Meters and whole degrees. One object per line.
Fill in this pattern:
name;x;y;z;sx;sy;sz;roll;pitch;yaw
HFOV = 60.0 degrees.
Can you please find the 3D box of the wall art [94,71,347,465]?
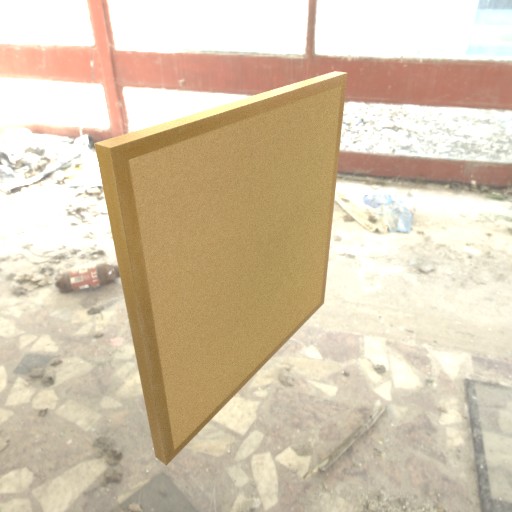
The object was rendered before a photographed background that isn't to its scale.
wall art;0.000;0.000;1.108;0.037;0.760;0.762;21;38;30
